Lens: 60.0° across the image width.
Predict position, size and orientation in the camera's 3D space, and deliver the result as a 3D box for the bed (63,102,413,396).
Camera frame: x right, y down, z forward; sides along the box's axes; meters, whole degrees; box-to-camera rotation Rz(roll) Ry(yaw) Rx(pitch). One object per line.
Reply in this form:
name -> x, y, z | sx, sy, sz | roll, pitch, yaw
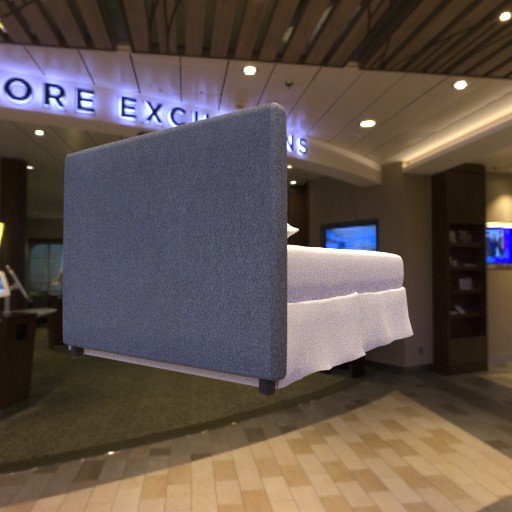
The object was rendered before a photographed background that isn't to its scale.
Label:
bed -> 0.000, 0.000, 3.283 | 1.723, 1.330, 2.142 | -1, -2, 35
